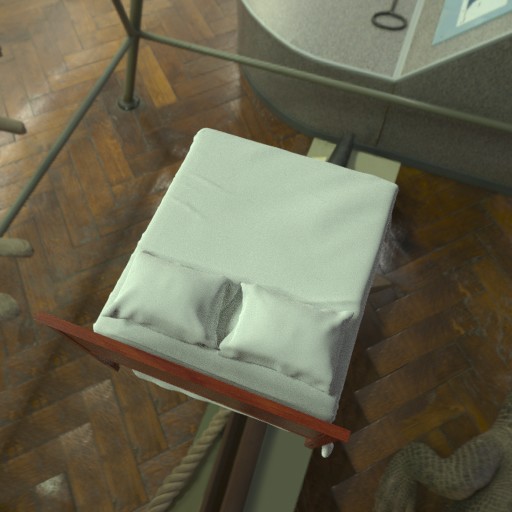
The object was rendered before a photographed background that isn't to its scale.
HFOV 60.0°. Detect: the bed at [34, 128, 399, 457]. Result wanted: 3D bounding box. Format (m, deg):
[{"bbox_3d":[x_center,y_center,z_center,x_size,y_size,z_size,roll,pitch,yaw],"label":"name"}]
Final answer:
[{"bbox_3d":[0.000,0.000,3.106,1.870,1.270,2.050,19,66,9],"label":"bed"}]
